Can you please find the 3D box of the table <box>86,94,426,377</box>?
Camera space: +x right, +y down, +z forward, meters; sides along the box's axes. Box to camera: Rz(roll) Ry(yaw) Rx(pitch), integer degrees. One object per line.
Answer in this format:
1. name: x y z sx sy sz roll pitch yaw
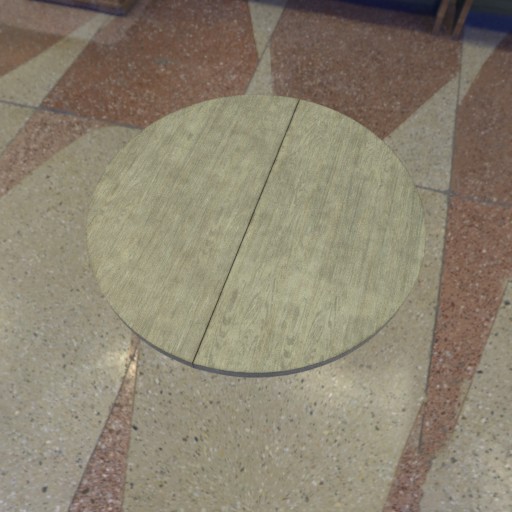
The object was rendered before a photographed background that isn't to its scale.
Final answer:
1. table: 0.000 0.000 2.137 1.363 0.781 1.363 0 59 0
